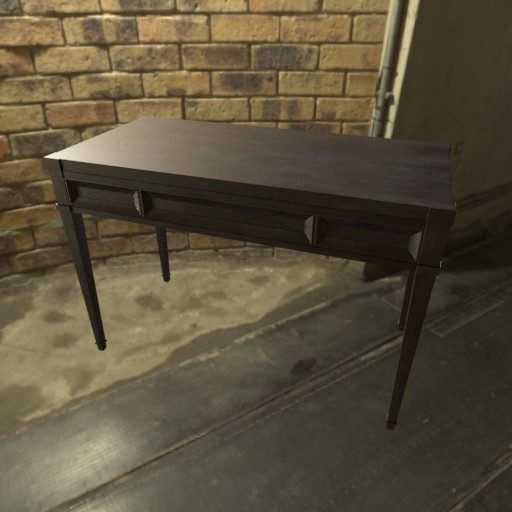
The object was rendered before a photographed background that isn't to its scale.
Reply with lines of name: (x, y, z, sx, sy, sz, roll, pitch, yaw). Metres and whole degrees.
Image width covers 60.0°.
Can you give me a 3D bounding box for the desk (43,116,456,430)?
desk: (0.000, 0.000, 1.770, 1.289, 0.861, 0.630, 10, 32, 17)
